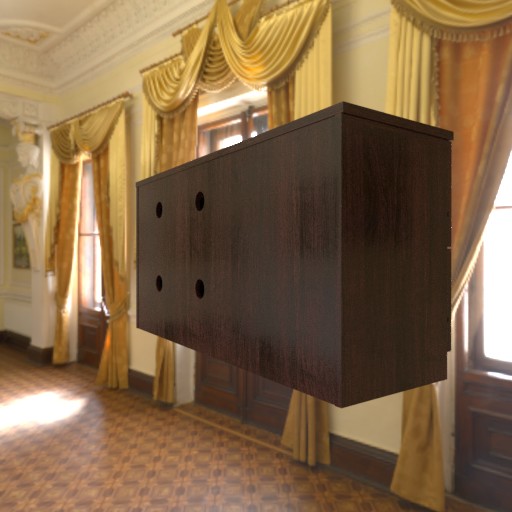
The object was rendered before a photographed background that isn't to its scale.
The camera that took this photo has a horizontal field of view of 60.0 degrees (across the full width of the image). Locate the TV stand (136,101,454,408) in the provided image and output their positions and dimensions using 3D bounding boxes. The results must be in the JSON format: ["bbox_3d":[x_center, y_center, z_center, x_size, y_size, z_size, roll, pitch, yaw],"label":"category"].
[{"bbox_3d":[0.000,0.000,1.480,0.404,0.614,1.192,0,0,-35],"label":"TV stand"}]
